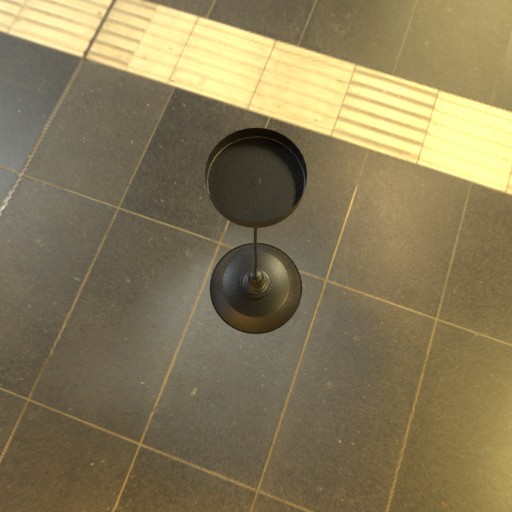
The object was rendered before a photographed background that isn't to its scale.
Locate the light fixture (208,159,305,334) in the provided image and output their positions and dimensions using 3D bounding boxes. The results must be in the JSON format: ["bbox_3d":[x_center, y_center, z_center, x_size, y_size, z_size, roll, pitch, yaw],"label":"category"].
[{"bbox_3d":[0.000,0.000,1.155,0.331,0.993,0.331,0,75,0],"label":"light fixture"}]
